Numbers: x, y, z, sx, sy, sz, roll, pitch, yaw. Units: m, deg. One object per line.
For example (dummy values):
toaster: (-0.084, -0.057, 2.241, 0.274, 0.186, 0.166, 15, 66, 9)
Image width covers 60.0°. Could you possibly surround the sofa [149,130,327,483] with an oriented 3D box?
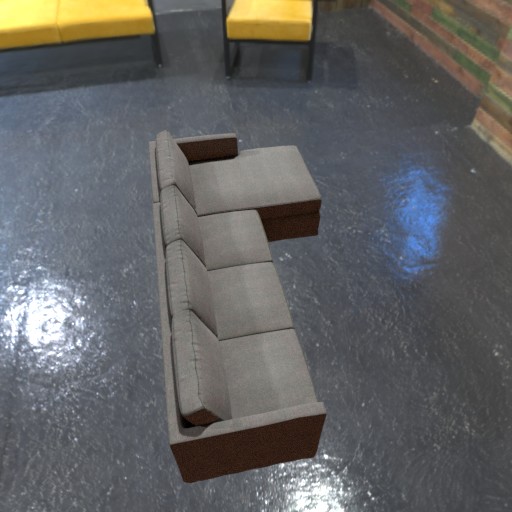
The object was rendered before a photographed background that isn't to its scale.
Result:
sofa: (0.000, 0.000, 3.855, 1.650, 0.922, 3.205, -8, 47, -8)
